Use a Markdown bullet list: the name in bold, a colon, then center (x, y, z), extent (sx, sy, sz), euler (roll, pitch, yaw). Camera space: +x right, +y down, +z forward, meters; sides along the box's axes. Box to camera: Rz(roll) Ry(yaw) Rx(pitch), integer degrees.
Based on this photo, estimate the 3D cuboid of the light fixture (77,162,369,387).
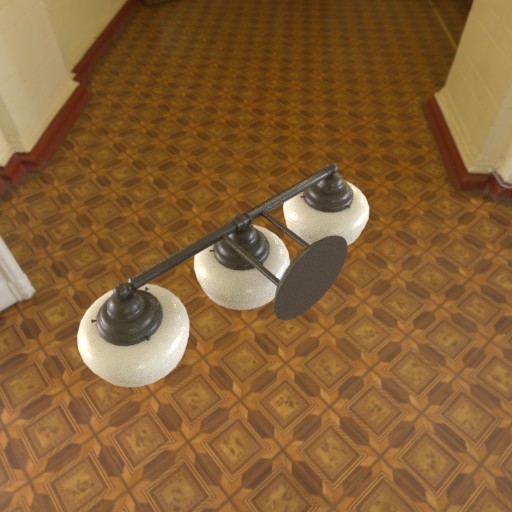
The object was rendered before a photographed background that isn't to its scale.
- **light fixture**: center (0.000, 0.000, 0.712), extent (0.587, 0.242, 0.239), euler (-33, 55, -26)
